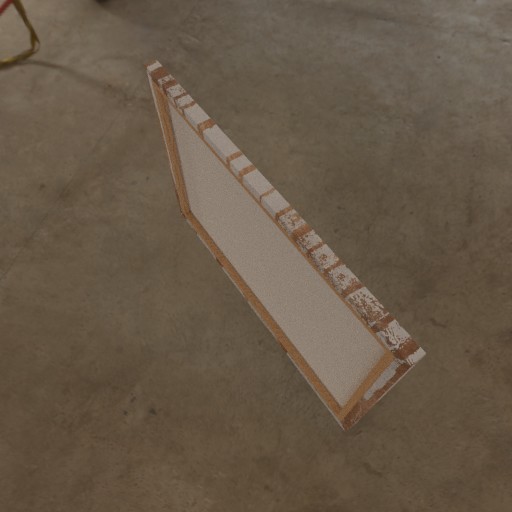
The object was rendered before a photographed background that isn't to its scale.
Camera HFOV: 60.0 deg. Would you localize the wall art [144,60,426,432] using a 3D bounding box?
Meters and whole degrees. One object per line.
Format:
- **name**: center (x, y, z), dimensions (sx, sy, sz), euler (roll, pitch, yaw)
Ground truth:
- **wall art**: center (0.000, 0.000, 1.163), dimensions (0.035, 0.609, 0.914), euler (-31, 64, -17)
